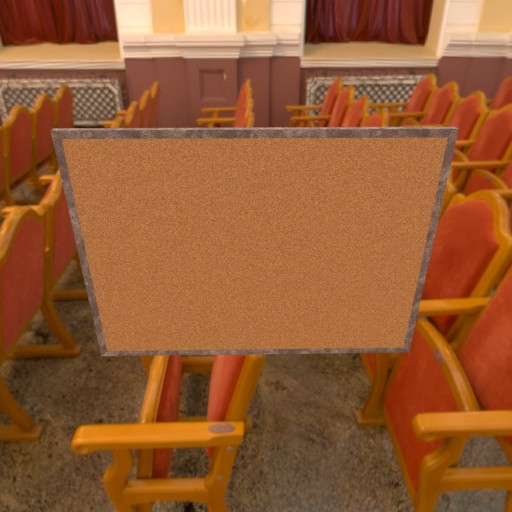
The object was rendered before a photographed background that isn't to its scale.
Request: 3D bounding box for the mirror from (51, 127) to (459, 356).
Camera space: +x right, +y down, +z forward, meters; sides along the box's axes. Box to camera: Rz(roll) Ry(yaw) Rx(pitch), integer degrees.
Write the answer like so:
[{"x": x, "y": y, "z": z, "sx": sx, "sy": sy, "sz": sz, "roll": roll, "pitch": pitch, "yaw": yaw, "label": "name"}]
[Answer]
[{"x": 0.000, "y": 0.000, "z": 1.400, "sx": 1.101, "sy": 0.795, "sz": 0.022, "roll": -1, "pitch": 29, "yaw": -1, "label": "mirror"}]
